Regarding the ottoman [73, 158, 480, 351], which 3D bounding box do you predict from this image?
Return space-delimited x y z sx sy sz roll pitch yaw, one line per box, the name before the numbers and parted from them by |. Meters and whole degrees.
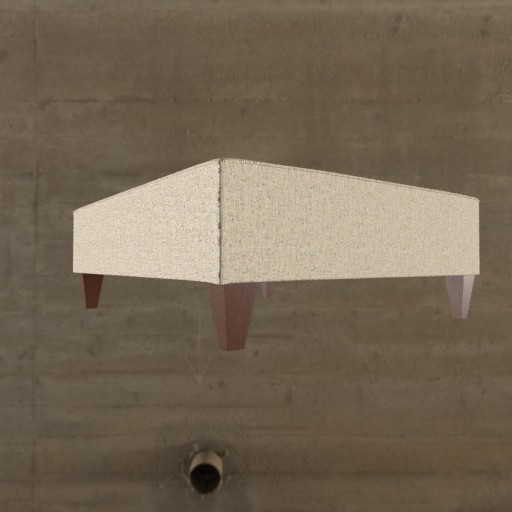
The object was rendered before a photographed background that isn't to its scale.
ottoman | 0.000 0.000 1.187 0.736 0.303 0.835 1 -1 -36
